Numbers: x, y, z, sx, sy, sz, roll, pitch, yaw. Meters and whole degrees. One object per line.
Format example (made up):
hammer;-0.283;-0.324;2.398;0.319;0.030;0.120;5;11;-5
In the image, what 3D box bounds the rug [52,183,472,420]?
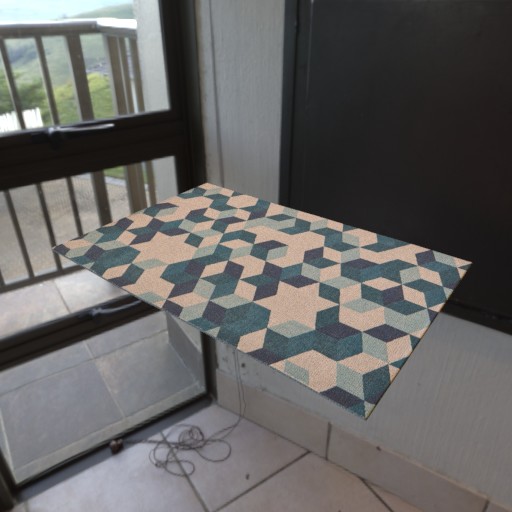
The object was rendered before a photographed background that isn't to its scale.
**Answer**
rug;0.000;0.000;2.315;1.829;0.014;1.235;21;37;32
